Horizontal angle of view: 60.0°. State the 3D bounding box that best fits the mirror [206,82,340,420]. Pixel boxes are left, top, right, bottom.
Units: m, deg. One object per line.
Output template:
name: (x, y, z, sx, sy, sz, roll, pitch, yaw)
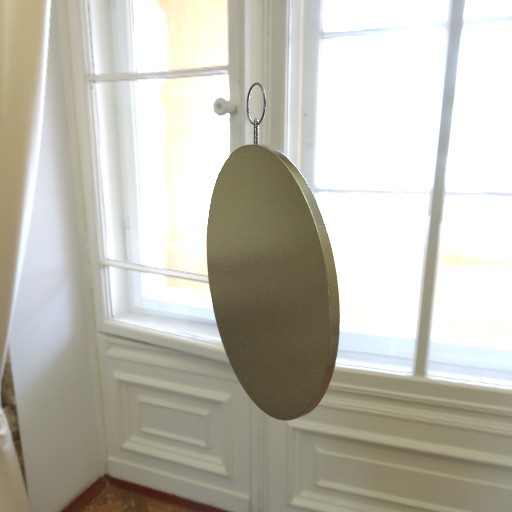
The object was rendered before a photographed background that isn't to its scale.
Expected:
mirror: (0.000, 0.000, 0.972, 0.020, 0.713, 0.594, -7, 16, -25)
